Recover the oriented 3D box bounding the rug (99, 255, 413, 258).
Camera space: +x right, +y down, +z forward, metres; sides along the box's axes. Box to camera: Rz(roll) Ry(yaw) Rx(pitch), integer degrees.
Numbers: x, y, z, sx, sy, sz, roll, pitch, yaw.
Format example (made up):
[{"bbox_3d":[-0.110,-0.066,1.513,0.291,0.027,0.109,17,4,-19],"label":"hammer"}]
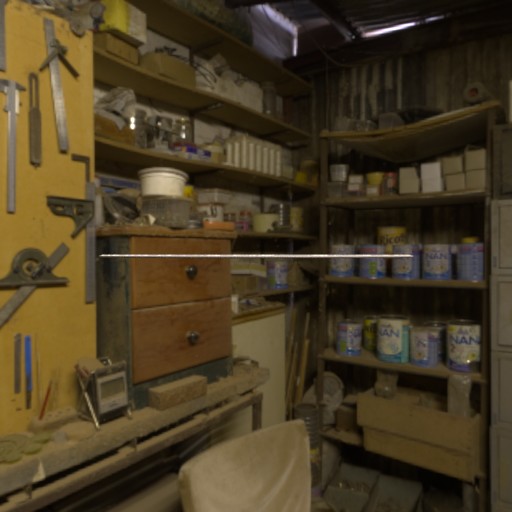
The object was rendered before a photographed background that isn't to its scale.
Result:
[{"bbox_3d":[0.000,0.000,2.386,1.593,0.012,1.593,0,0,0],"label":"rug"}]
